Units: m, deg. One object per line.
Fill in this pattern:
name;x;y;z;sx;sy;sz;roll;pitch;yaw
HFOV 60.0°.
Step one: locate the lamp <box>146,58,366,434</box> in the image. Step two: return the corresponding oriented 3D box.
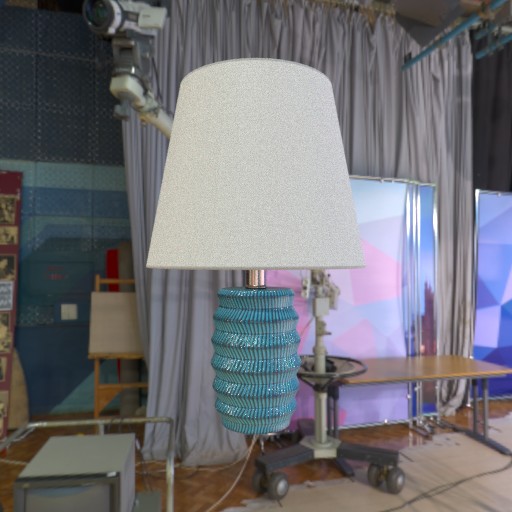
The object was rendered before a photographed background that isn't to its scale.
lamp;0.000;0.000;0.528;0.254;0.392;0.254;0;0;0
